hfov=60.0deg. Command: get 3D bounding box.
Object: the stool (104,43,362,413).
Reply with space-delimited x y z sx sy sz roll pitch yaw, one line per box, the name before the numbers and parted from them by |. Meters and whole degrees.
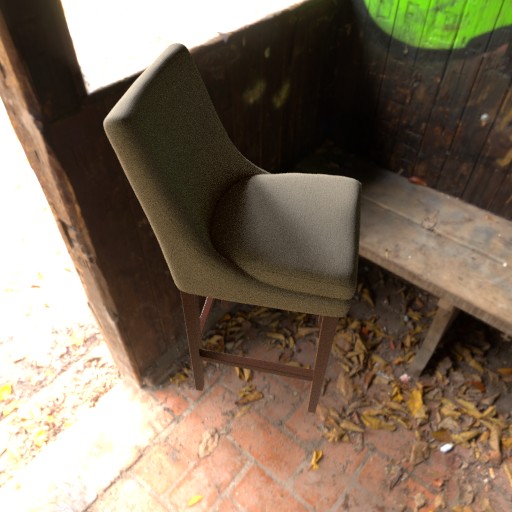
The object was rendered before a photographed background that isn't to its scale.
stool | 0.000 0.000 1.355 0.577 1.078 0.470 8 47 8
